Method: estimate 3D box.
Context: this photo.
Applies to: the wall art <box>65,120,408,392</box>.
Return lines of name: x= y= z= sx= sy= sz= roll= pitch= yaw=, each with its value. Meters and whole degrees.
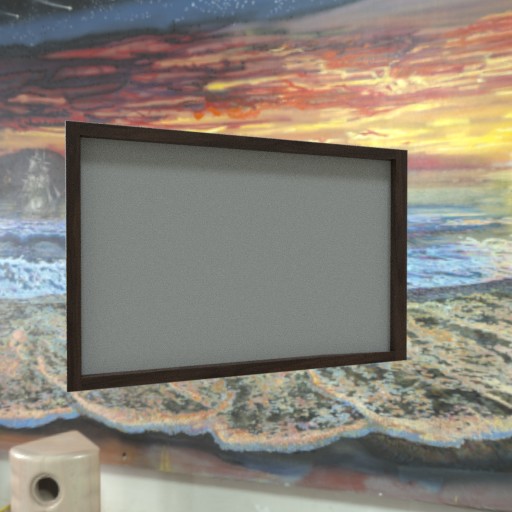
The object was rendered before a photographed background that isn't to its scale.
wall art: x=0.000 y=0.000 z=1.444 sx=1.138 sy=0.761 sz=0.051 roll=0 pitch=1 yaw=-19
